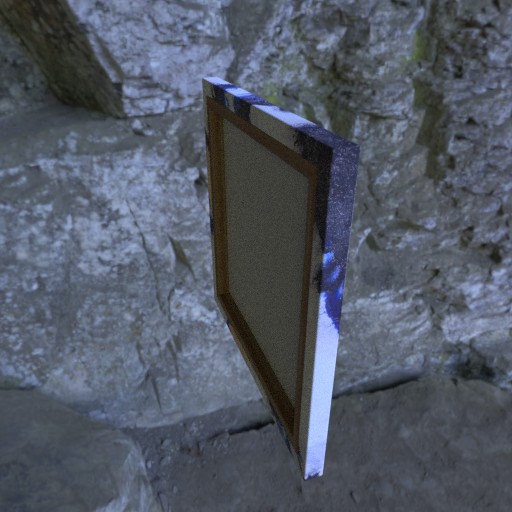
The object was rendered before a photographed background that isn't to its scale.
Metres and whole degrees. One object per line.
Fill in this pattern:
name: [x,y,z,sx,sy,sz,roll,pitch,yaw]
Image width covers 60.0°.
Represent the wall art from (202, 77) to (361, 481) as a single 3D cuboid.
wall art: [0.000,0.000,0.906,0.039,0.609,0.609,-10,31,-17]
